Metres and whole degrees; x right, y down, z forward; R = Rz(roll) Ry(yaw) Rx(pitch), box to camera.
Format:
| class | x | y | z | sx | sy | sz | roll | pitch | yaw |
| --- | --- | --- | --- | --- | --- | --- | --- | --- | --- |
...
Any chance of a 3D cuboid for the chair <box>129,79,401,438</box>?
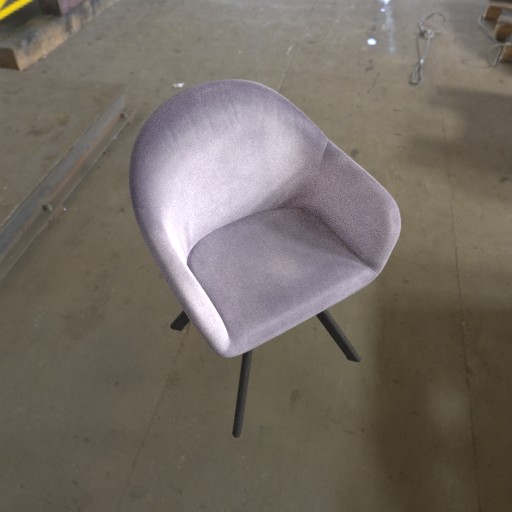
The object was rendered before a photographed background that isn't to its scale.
| class | x | y | z | sx | sy | sz | roll | pitch | yaw |
| --- | --- | --- | --- | --- | --- | --- | --- | --- | --- |
| chair | 0.000 | 0.000 | 1.214 | 0.570 | 0.780 | 0.540 | -25 | 53 | -21 |
